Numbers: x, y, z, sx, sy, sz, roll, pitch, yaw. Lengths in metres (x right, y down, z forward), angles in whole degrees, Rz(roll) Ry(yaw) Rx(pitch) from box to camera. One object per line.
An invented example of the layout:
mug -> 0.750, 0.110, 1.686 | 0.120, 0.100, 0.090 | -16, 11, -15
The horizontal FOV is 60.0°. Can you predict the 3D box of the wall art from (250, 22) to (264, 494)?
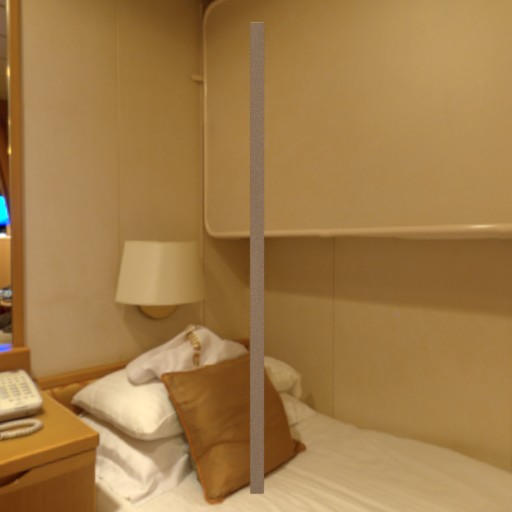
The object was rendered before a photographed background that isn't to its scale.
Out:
wall art -> 0.000, 0.000, 0.971 | 0.021, 0.710, 0.609 | 0, 2, 0
